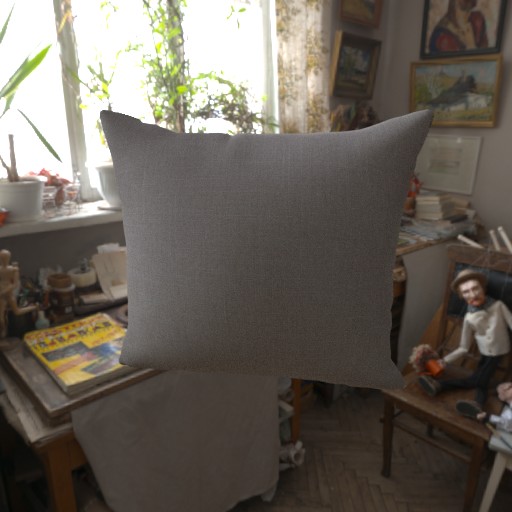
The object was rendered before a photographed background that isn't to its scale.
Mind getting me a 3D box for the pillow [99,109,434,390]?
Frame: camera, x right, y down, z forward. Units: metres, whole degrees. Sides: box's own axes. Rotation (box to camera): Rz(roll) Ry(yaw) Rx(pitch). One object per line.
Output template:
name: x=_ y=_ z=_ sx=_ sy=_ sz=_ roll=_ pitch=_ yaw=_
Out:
pillow: x=0.000 y=0.000 z=0.772 sx=0.546 sy=0.487 sz=0.180 roll=2 pitch=17 yaw=7
